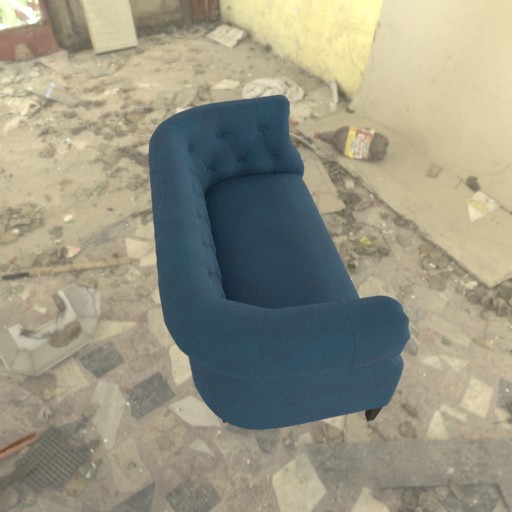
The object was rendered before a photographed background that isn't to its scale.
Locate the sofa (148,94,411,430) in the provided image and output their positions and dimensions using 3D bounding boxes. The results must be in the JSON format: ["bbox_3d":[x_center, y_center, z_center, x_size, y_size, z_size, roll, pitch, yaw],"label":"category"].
[{"bbox_3d":[0.000,0.000,2.040,0.835,0.827,1.558,-9,47,-8],"label":"sofa"}]
